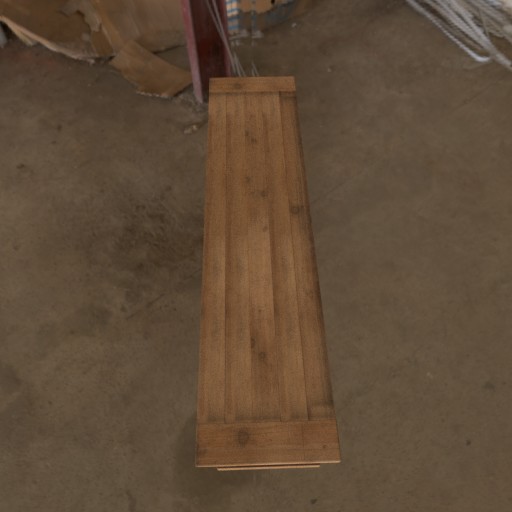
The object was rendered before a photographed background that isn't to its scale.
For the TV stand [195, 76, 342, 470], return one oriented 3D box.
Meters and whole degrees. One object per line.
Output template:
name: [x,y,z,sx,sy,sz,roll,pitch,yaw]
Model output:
TV stand: [0.000,0.000,2.028,0.453,0.573,1.804,-2,58,-1]
